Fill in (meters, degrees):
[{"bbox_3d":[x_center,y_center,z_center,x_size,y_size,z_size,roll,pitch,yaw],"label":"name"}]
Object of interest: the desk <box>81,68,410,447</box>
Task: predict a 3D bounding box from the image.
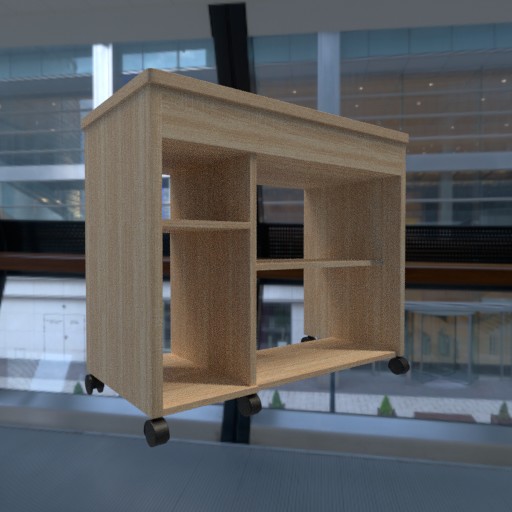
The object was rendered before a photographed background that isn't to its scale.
[{"bbox_3d":[0.000,0.000,1.335,0.884,0.770,0.480,-1,2,-37],"label":"desk"}]
